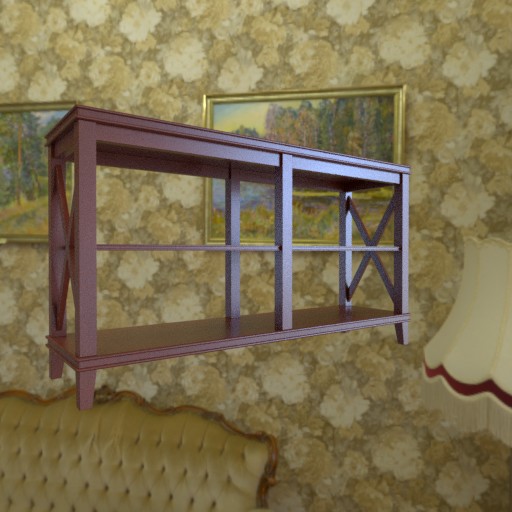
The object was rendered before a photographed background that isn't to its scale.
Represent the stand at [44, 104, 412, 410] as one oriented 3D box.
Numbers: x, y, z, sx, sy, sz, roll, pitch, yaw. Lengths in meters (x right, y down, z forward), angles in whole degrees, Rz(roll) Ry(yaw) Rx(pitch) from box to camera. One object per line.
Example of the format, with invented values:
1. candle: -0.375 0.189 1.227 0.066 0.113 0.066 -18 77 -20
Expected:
1. stand: 0.000 0.000 1.648 1.372 0.762 0.381 0 1 -36
